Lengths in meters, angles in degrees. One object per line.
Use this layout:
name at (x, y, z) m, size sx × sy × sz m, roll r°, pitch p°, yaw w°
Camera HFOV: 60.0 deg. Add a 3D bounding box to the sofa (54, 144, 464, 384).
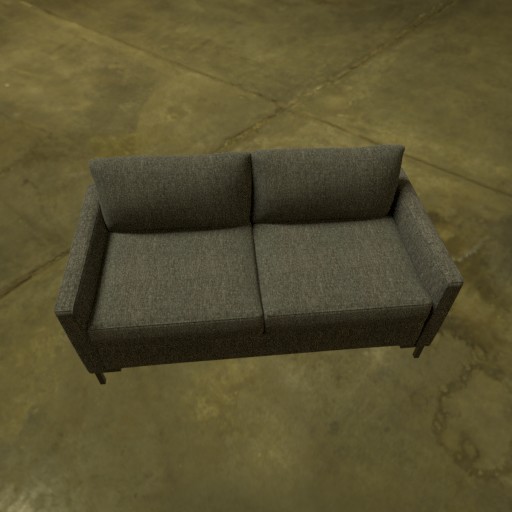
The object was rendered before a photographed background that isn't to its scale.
sofa at (0.000, 0.000, 2.222) m, size 1.716 × 0.862 × 0.866 m, roll -4°, pitch 46°, yaw -4°
